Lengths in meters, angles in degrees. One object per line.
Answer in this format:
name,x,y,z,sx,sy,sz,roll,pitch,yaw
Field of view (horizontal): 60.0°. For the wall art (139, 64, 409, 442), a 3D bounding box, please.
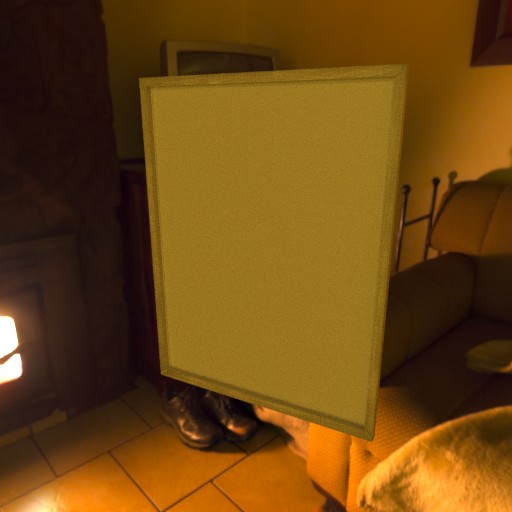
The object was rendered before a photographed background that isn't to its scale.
wall art,0.000,0.000,1.329,0.781,1.022,0.035,9,19,26
